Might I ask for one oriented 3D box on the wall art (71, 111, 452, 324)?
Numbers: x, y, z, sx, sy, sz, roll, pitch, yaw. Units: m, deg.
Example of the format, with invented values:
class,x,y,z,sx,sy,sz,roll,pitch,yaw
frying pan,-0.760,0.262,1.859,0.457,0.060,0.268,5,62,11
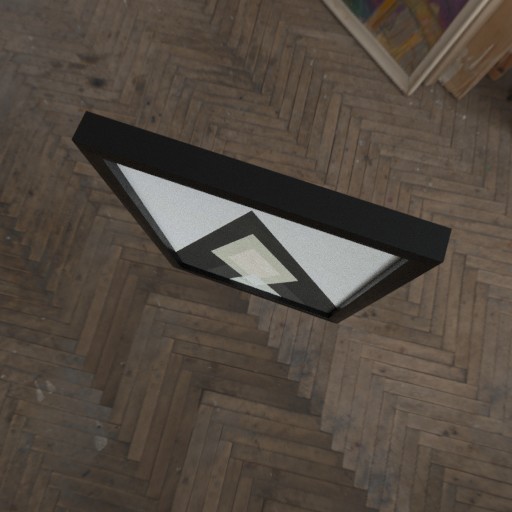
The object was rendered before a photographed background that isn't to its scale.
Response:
class,x,y,z,sx,sy,sz,roll,pitch,yaw
wall art,0.000,0.000,0.576,0.313,0.457,0.031,19,76,5
